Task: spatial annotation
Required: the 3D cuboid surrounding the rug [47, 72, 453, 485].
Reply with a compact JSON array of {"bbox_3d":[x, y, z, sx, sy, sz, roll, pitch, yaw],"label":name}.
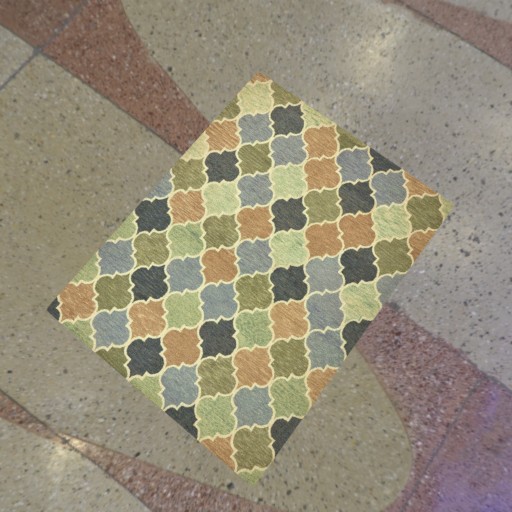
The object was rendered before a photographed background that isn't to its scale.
[{"bbox_3d":[0.000,0.000,4.217,2.439,0.013,3.200,37,79,8],"label":"rug"}]
